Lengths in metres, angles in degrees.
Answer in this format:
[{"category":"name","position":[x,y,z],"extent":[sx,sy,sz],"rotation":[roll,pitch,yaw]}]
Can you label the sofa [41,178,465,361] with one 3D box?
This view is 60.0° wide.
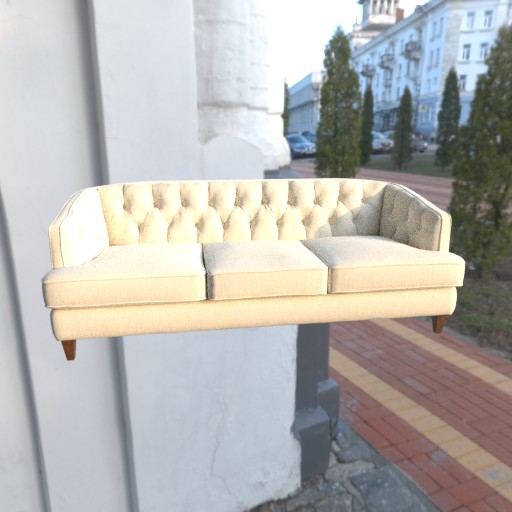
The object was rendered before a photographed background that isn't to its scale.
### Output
[{"category":"sofa","position":[0.000,0.000,2.742],"extent":[2.278,0.855,0.941],"rotation":[-2,16,-9]}]
